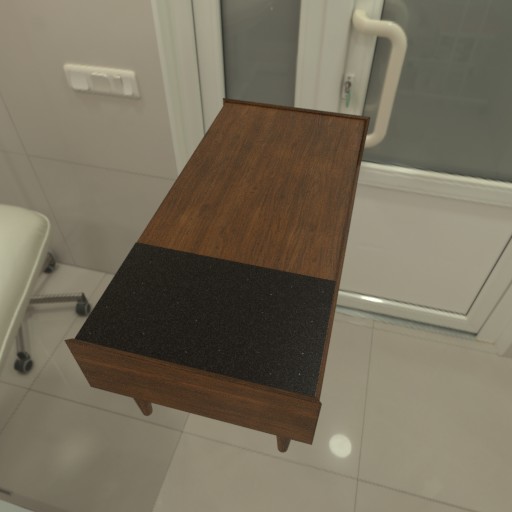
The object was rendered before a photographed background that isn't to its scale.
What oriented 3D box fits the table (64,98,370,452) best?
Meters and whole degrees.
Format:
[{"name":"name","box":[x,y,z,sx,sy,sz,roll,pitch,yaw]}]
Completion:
[{"name":"table","box":[0.000,0.000,1.577,0.610,0.508,1.221,11,48,10]}]
